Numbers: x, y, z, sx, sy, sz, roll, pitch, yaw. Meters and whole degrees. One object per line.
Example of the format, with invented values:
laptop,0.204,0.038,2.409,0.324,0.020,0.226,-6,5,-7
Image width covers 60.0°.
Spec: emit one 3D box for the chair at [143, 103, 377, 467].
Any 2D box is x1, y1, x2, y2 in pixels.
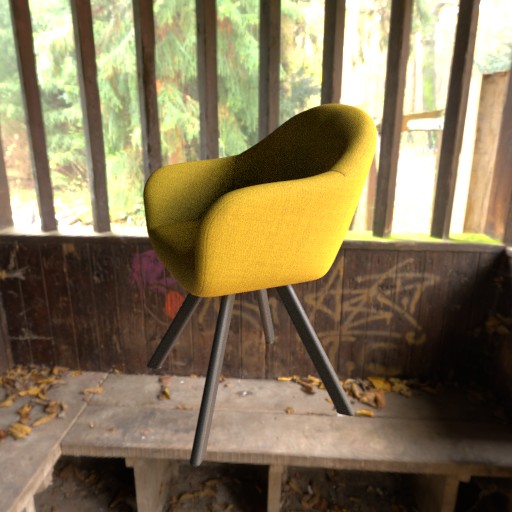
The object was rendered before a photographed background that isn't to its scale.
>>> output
chair,0.000,0.000,1.210,0.550,0.795,0.590,-8,18,-24
